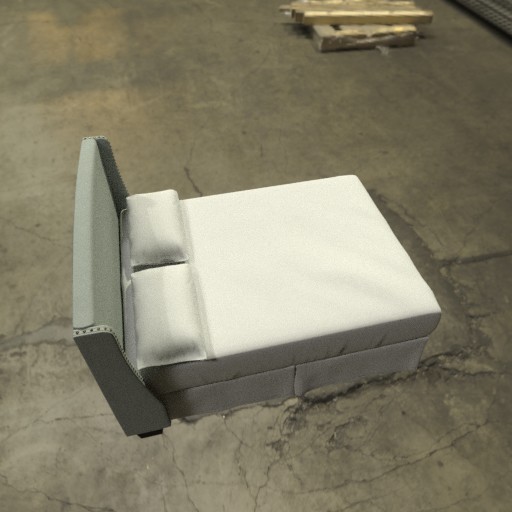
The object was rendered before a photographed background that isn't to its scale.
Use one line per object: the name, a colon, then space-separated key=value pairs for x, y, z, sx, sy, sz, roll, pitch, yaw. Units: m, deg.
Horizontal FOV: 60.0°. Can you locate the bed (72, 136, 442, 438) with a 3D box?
bed: x=0.000 y=0.000 z=3.246 sx=2.237 sy=1.407 sz=1.710 roll=-10 pitch=48 yaw=-9
